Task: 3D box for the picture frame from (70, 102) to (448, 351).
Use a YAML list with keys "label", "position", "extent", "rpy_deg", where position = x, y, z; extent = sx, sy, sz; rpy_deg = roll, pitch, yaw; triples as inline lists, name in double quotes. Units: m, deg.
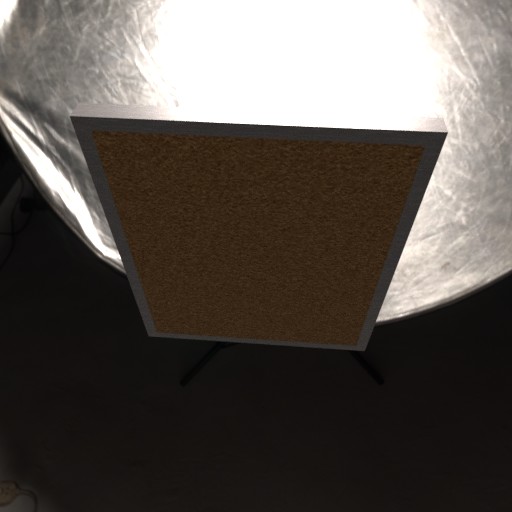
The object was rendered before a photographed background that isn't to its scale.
- label: "picture frame"
  position: [0.000, 0.000, 0.534]
  extent: [0.327, 0.378, 0.027]
  rpy_deg: [3, 49, 3]
